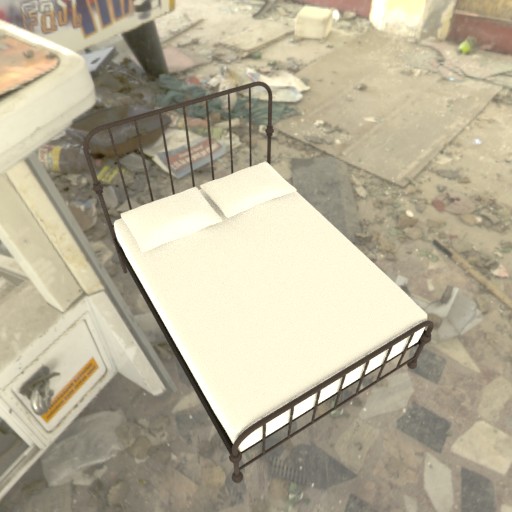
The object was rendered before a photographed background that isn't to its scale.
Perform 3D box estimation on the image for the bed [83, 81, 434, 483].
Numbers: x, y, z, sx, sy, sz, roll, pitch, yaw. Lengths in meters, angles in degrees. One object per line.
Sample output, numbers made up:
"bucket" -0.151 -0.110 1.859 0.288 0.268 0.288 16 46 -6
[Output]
"bed" 0.000 0.000 3.201 1.616 1.446 2.134 -24 51 -21
